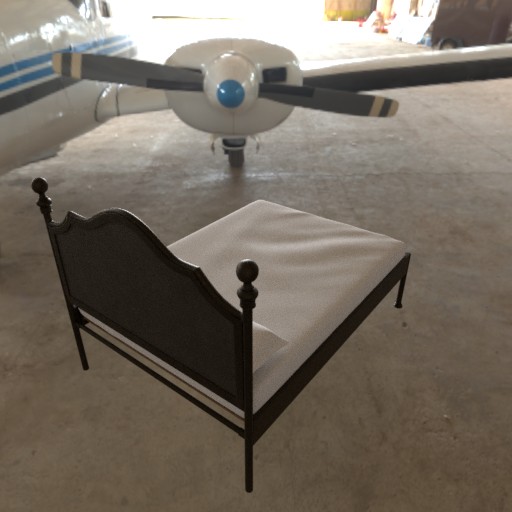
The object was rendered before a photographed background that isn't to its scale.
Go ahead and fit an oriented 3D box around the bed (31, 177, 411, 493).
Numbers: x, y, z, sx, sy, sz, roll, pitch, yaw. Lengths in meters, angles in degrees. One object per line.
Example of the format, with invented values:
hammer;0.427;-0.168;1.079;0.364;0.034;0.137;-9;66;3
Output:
bed;0.000;0.000;3.261;1.642;1.499;2.224;21;36;32
